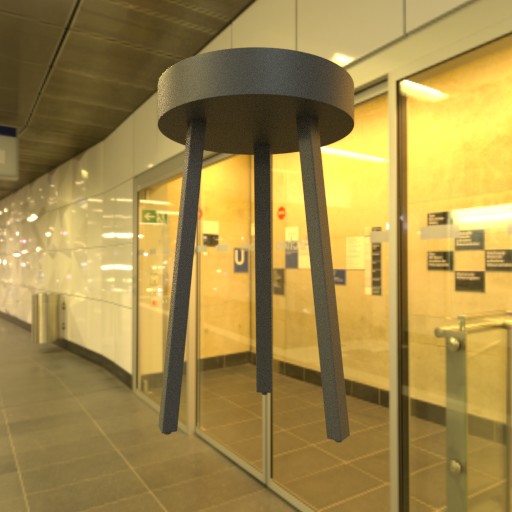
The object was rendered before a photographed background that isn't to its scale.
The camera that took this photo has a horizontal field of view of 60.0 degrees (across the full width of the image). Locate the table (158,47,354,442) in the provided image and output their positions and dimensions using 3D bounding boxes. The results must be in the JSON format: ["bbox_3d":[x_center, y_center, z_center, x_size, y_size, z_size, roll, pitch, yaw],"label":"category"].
[{"bbox_3d":[0.000,0.000,0.933,0.406,0.686,0.406,-1,-1,37],"label":"table"}]
